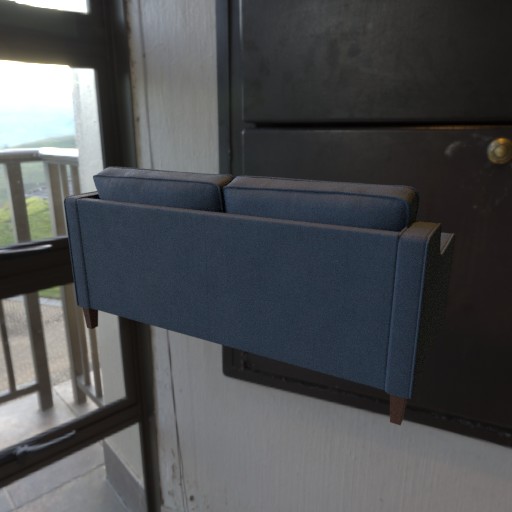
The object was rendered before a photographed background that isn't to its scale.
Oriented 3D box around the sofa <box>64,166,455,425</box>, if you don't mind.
[{"bbox_3d":[0.000,0.000,2.792,2.178,1.071,1.066,9,18,28],"label":"sofa"}]
